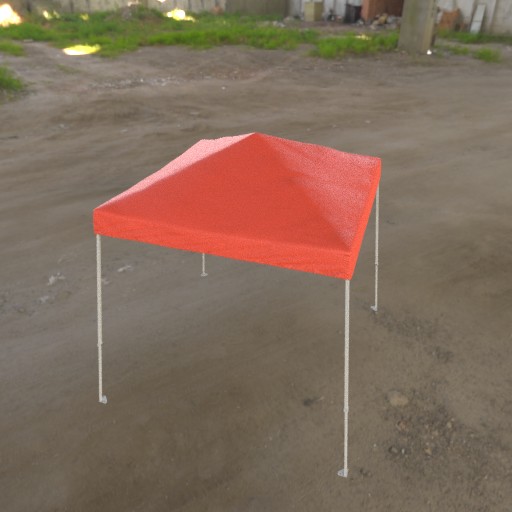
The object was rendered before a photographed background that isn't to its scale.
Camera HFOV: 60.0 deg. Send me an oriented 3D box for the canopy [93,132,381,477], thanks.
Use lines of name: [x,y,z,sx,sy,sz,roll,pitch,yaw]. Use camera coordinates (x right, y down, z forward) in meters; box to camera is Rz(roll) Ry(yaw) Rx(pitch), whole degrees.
canopy: [0.000,0.000,5.128,2.850,2.850,2.849,10,32,16]
